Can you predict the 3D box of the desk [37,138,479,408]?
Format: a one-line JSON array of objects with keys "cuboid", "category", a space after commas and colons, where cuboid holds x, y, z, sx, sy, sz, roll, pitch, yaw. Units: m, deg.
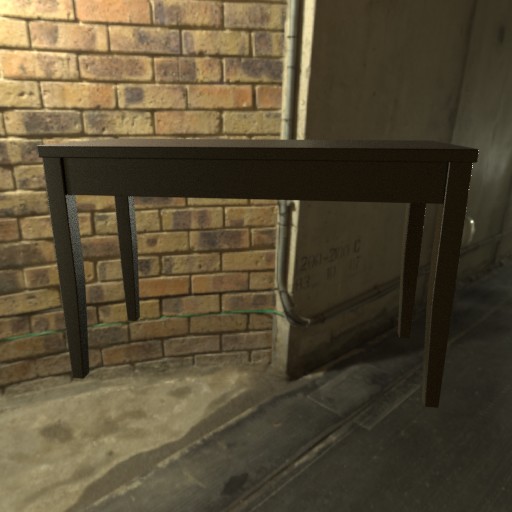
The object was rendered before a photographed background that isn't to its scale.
[{"cuboid": [0.000, 0.000, 1.562, 1.220, 0.775, 0.508, 2, 17, 8], "category": "desk"}]
